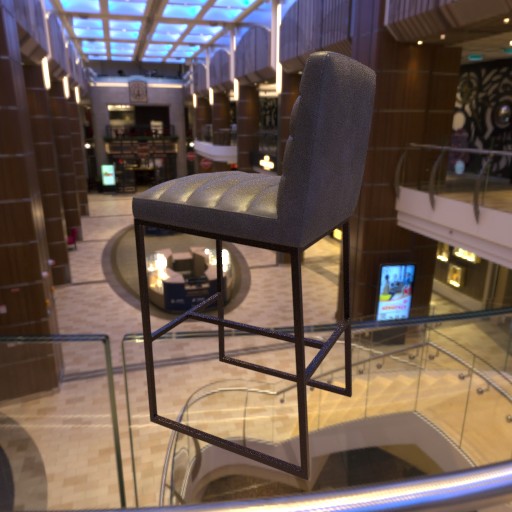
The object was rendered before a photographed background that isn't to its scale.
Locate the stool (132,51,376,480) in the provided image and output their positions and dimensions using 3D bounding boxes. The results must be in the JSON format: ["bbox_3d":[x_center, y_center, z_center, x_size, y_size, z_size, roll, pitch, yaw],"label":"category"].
[{"bbox_3d":[0.000,0.000,1.335,0.562,1.065,0.463,8,19,26],"label":"stool"}]
